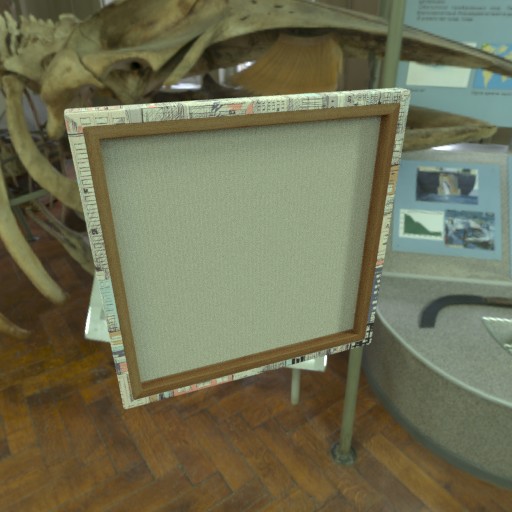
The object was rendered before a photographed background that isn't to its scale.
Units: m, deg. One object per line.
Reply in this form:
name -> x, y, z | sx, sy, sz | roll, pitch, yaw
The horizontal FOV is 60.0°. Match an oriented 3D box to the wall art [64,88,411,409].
wall art -> 0.000, 0.000, 1.122 | 0.761, 0.762, 0.048 | -10, 31, -18
